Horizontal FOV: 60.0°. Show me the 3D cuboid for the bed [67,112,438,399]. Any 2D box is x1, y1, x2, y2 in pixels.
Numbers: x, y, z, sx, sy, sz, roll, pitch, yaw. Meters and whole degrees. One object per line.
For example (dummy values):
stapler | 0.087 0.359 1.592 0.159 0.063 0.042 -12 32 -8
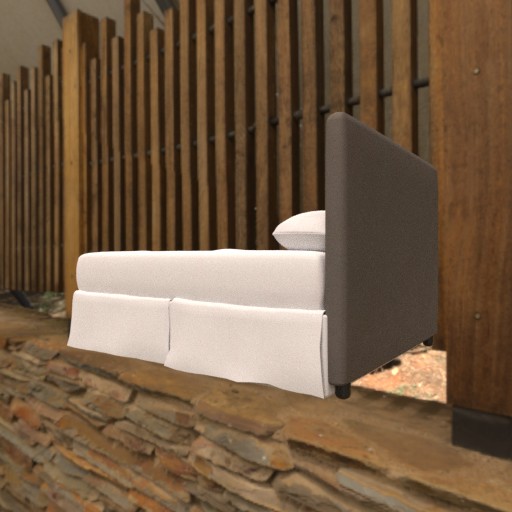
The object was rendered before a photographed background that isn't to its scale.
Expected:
bed | 0.000 0.000 3.225 2.142 1.330 1.723 0 0 36
